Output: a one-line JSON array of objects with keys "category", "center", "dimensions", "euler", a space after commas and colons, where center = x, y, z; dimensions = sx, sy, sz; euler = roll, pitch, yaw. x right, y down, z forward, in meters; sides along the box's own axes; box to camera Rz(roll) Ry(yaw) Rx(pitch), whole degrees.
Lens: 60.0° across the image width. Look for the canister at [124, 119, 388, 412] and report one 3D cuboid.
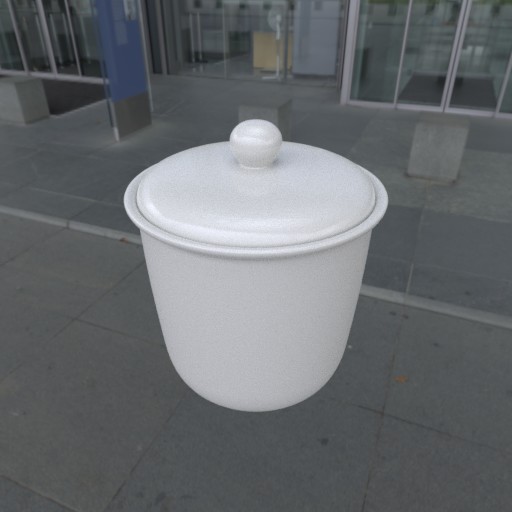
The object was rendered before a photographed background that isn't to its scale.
[{"category": "canister", "center": [0.000, 0.000, 0.345], "dimensions": [0.182, 0.208, 0.182], "euler": [0, 32, 0]}]
